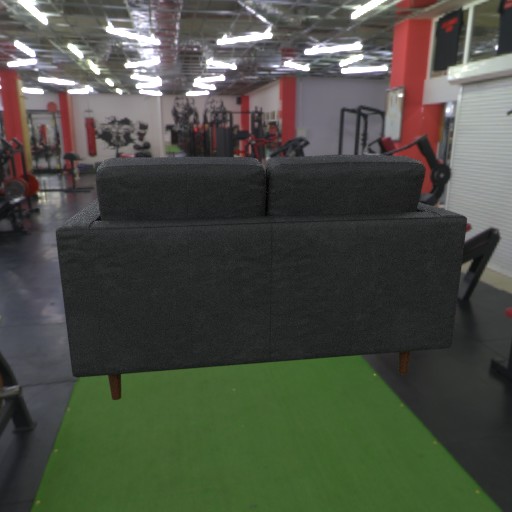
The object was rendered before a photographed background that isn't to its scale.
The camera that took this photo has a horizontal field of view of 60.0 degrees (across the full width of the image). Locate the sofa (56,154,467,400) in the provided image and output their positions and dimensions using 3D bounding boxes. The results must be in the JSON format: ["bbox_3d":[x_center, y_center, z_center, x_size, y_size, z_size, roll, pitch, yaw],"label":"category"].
[{"bbox_3d":[0.000,0.000,1.986,1.430,0.899,0.879,-2,15,-9],"label":"sofa"}]
